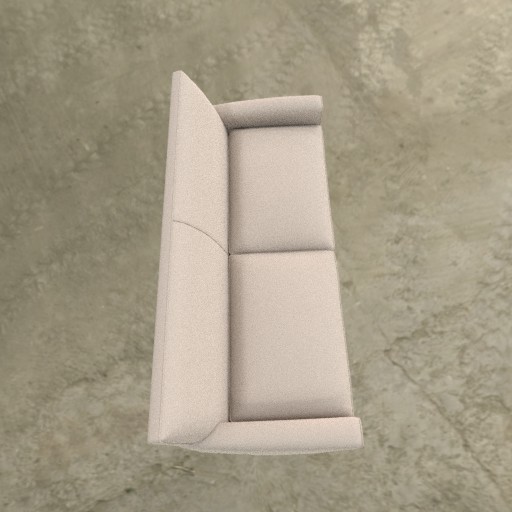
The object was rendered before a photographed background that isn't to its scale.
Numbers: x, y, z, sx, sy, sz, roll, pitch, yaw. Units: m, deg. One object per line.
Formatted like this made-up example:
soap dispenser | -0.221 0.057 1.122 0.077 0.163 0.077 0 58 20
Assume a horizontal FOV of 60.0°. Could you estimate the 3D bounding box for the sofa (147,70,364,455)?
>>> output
sofa | 0.000 0.000 2.435 0.875 0.846 2.000 -2 65 -1
